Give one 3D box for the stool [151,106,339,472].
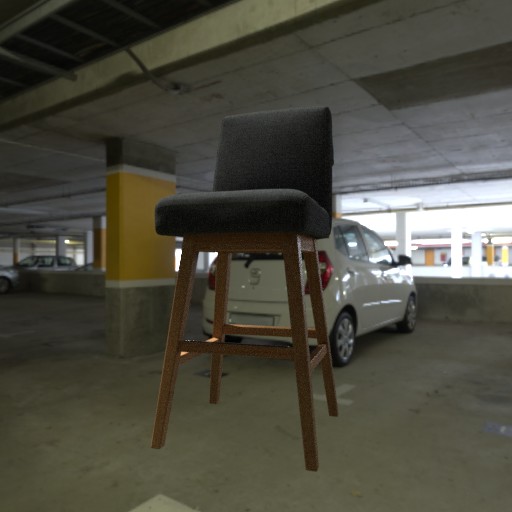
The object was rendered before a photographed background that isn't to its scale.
[{"bbox_3d":[0.000,0.000,1.445,0.483,1.112,0.570,0,-1,17],"label":"stool"}]
